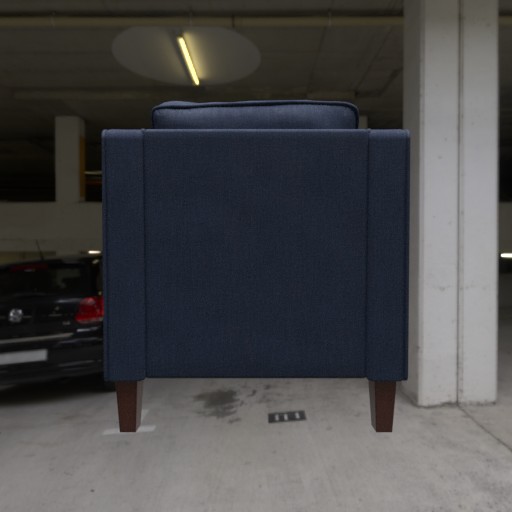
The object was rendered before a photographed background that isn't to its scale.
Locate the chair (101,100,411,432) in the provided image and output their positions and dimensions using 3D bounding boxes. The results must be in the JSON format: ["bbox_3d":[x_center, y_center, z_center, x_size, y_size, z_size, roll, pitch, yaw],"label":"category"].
[{"bbox_3d":[0.000,0.000,1.633,0.831,0.960,0.909,0,1,0],"label":"chair"}]
